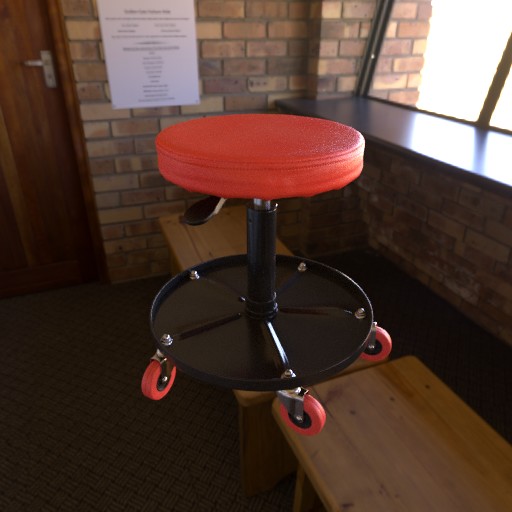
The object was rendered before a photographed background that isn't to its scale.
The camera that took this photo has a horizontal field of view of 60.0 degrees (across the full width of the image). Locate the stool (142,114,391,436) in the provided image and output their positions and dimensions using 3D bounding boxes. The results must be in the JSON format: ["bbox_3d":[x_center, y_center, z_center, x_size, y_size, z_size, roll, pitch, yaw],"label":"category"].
[{"bbox_3d":[0.000,0.000,0.662,0.381,0.365,0.382,19,33,32],"label":"stool"}]
